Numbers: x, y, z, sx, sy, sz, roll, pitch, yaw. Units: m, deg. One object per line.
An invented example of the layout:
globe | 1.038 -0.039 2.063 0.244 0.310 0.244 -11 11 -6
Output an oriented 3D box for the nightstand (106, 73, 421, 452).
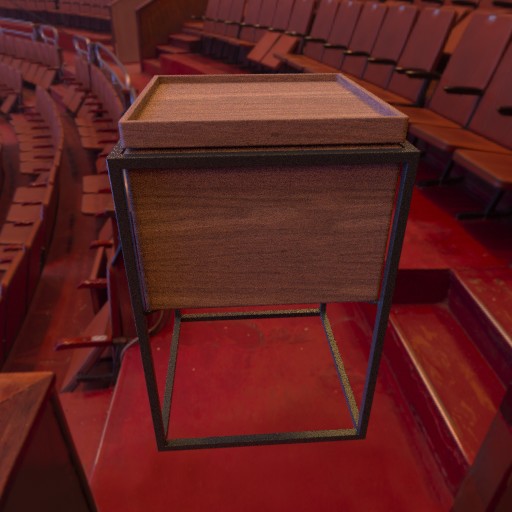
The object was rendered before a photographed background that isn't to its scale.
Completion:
nightstand | 0.000 0.000 0.861 0.397 0.607 0.397 -2 31 -3
